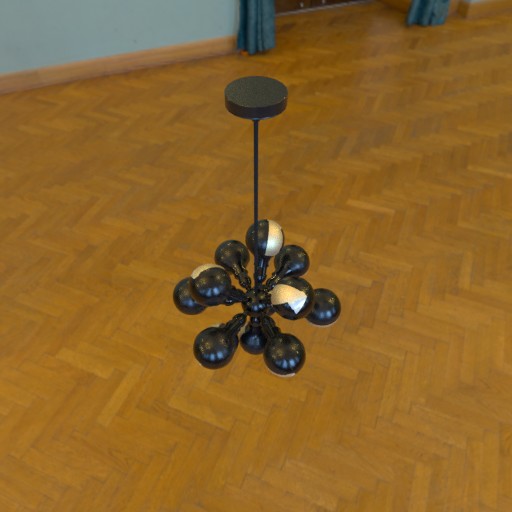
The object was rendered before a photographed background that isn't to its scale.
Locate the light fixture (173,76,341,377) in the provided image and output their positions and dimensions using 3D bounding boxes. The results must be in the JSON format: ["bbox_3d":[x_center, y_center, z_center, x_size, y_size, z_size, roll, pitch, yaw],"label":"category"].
[{"bbox_3d":[0.000,0.000,1.089,0.420,0.859,0.468,-18,51,-15],"label":"light fixture"}]
